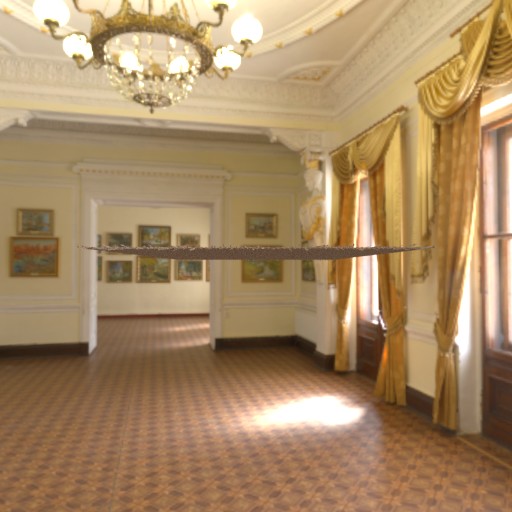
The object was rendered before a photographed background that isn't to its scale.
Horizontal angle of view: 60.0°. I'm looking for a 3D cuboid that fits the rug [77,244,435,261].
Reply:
[{"bbox_3d":[0.000,0.000,3.124,1.528,0.034,2.523,0,-2,0],"label":"rug"}]
